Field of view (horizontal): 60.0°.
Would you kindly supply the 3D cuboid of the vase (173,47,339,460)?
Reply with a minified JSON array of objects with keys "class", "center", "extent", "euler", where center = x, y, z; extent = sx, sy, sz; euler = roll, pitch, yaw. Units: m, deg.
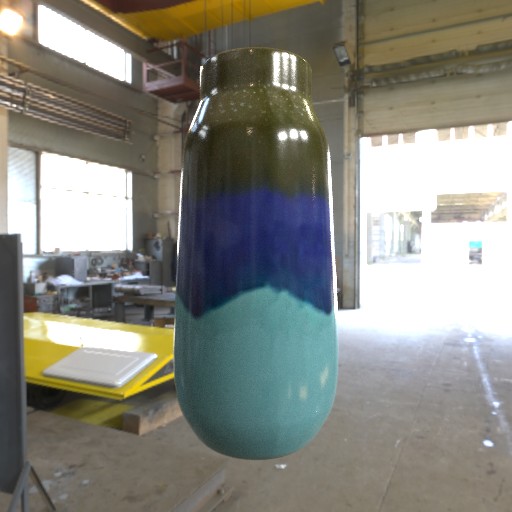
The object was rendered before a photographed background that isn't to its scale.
[{"class":"vase","center":[0.000,0.000,0.376],"extent":[0.139,0.313,0.139],"euler":[0,1,0]}]
